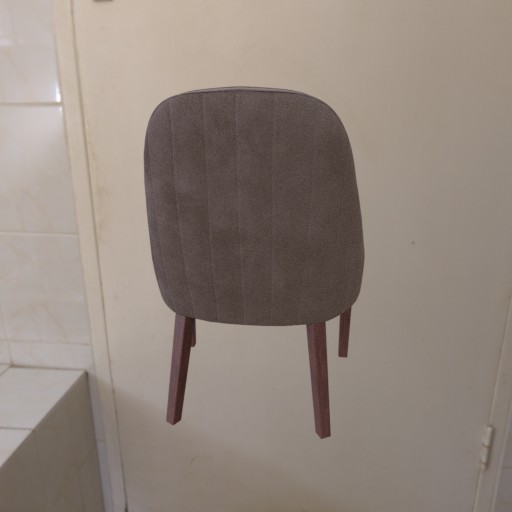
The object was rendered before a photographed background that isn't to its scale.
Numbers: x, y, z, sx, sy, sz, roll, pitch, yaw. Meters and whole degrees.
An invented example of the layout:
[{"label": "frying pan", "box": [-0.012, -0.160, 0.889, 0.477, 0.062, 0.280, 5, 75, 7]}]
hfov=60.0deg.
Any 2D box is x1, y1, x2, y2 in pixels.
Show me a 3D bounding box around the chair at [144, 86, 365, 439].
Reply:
[{"label": "chair", "box": [0.000, 0.000, 1.294, 0.643, 0.889, 0.575, 2, 17, 8]}]
